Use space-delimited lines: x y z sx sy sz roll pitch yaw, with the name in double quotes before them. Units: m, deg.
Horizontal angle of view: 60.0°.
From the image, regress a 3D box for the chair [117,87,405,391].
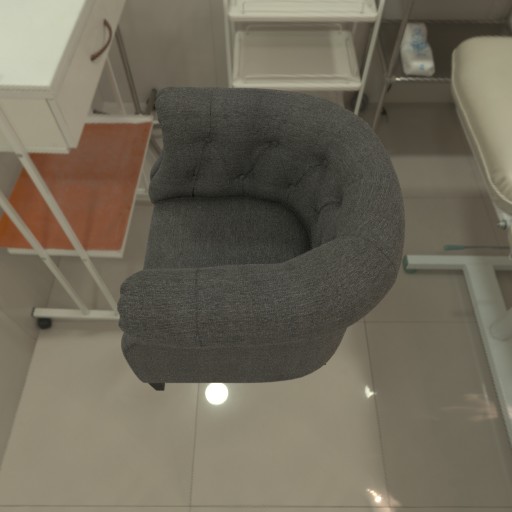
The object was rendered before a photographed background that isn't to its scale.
"chair" 0.000 0.000 1.570 0.852 0.827 0.905 0 58 0
